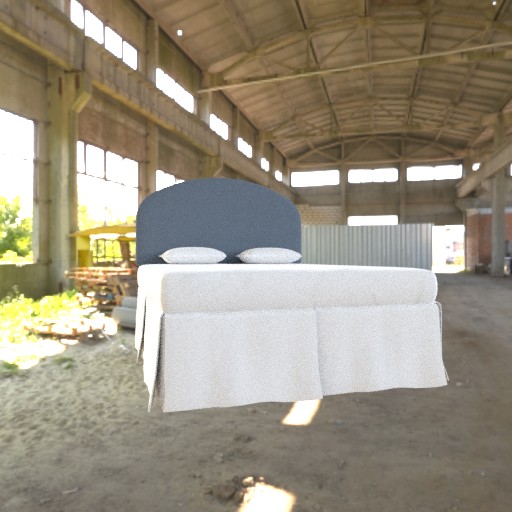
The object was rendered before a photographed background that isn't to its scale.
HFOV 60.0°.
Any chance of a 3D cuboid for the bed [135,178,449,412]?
[{"bbox_3d":[0.000,0.000,3.088,1.607,1.410,2.005,0,0,-18],"label":"bed"}]
